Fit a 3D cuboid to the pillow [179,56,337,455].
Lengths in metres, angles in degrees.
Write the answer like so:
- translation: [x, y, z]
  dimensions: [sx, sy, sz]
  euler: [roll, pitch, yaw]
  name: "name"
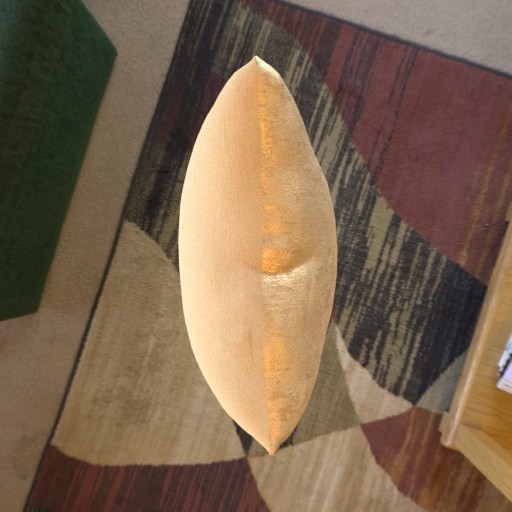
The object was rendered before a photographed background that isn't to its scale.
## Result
- translation: [0.000, 0.000, 0.706]
  dimensions: [0.245, 0.448, 0.450]
  euler: [0, 90, 1]
  name: "pillow"
